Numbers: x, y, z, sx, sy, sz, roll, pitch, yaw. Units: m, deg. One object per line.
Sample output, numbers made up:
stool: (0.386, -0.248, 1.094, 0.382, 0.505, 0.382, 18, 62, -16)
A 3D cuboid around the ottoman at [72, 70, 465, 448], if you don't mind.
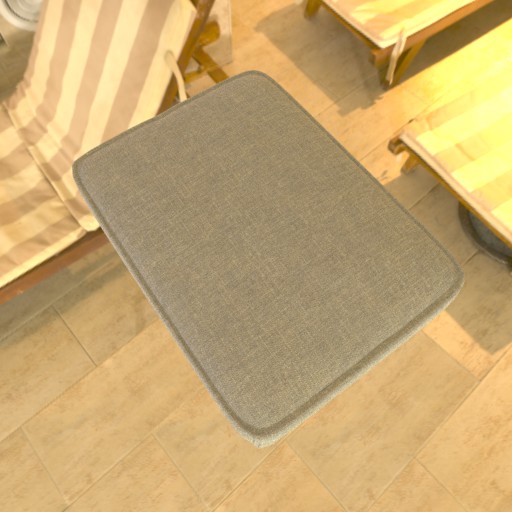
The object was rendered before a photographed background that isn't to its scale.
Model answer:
ottoman: (0.000, 0.000, 1.114, 0.559, 0.457, 0.762, -33, 68, -15)
